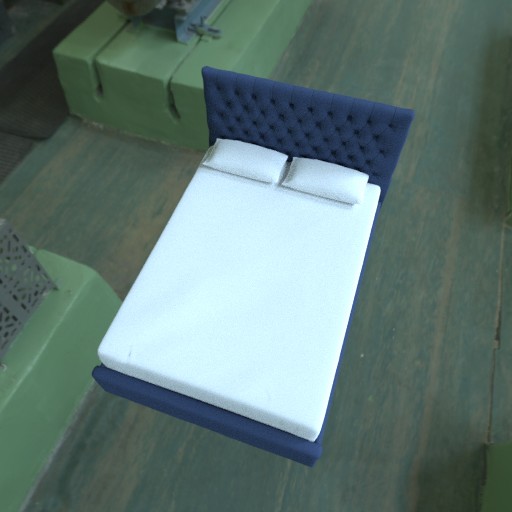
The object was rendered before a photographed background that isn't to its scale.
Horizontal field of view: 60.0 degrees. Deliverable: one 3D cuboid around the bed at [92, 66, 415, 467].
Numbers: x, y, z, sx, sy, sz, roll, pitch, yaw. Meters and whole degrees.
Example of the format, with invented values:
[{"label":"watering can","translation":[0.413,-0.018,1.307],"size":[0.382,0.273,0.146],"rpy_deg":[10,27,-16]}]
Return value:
[{"label":"bed","translation":[0.000,0.000,3.398],"size":[1.706,1.427,2.387],"rpy_deg":[16,58,10]}]
